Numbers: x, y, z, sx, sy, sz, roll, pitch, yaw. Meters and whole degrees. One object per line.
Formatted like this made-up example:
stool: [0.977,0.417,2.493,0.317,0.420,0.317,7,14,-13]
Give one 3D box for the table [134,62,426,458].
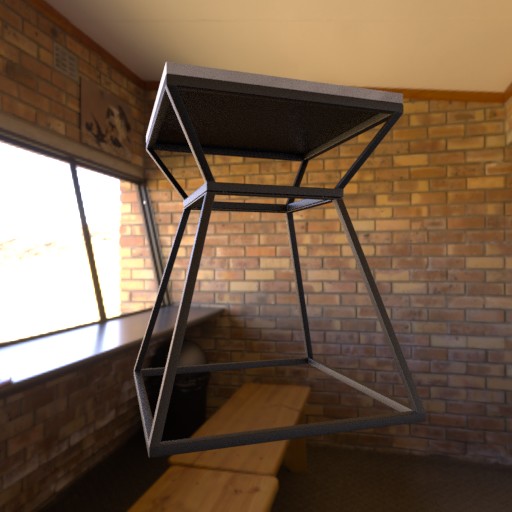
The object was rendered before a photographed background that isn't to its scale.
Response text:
table: [0.000,0.000,0.894,0.455,0.559,0.455,0,-1,-18]
